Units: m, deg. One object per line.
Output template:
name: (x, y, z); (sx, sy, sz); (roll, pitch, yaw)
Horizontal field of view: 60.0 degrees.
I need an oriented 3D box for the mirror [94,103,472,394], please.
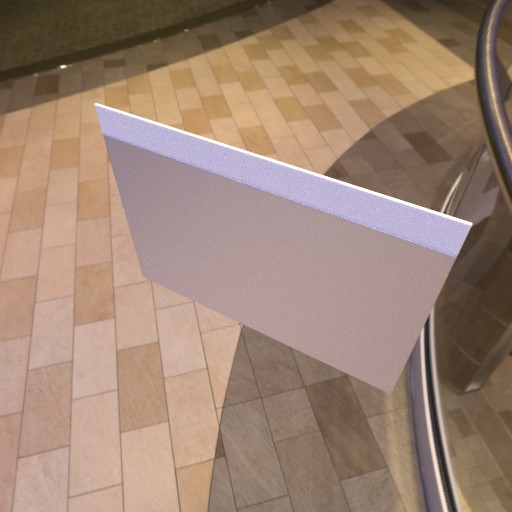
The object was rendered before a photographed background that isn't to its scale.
mirror: (0.000, 0.000, 1.147); (0.870, 0.630, 0.030); (22, 50, 20)
